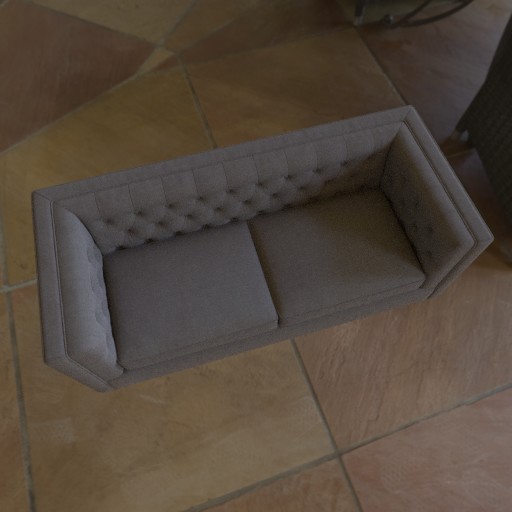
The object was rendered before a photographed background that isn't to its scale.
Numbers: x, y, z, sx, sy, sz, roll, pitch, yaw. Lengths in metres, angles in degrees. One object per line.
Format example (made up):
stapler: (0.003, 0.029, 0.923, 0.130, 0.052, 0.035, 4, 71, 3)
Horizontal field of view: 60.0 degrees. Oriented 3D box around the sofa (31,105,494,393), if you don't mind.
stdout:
sofa: (0.000, 0.000, 2.161, 1.778, 0.762, 0.775, -15, 64, -7)
